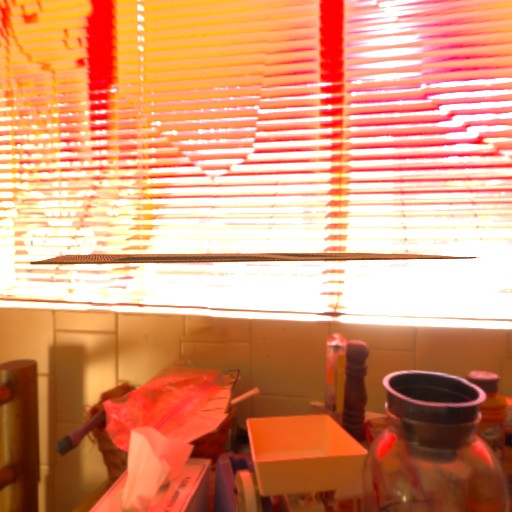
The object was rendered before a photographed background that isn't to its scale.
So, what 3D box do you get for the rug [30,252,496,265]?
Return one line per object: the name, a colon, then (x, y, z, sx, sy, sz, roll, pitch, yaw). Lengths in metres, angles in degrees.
rug: (0.000, 0.000, 2.912, 2.436, 0.015, 1.521, 0, 2, -18)
